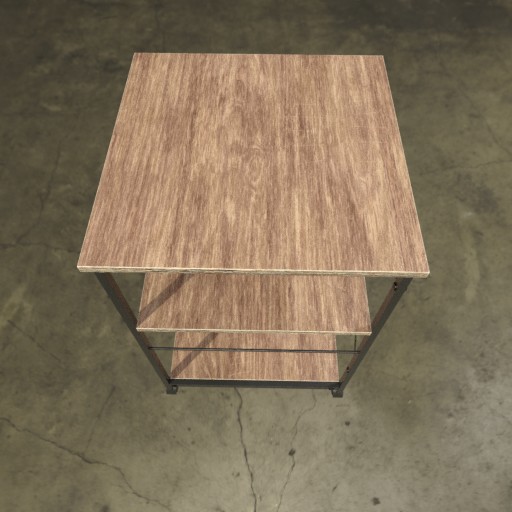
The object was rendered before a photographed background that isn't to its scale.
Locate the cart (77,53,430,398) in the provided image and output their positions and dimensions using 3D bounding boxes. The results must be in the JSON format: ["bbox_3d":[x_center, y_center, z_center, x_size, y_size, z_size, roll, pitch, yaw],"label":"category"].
[{"bbox_3d":[0.000,0.000,1.113,0.520,0.762,0.521,1,58,1],"label":"cart"}]
